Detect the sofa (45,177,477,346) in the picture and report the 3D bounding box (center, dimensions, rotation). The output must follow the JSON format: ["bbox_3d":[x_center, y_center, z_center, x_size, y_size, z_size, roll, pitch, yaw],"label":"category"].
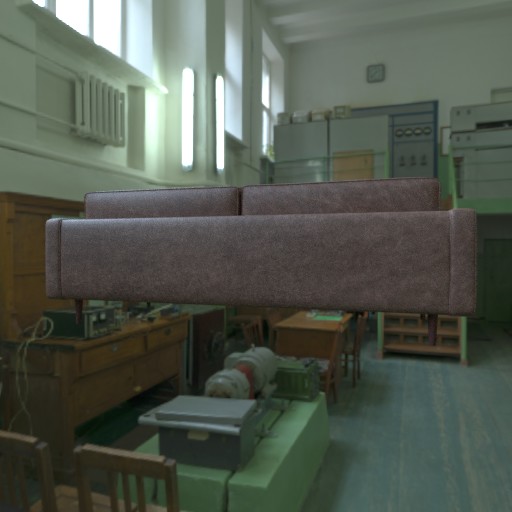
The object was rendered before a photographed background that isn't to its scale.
[{"bbox_3d":[0.000,0.000,2.573,2.210,0.762,0.914,0,1,18],"label":"sofa"}]
